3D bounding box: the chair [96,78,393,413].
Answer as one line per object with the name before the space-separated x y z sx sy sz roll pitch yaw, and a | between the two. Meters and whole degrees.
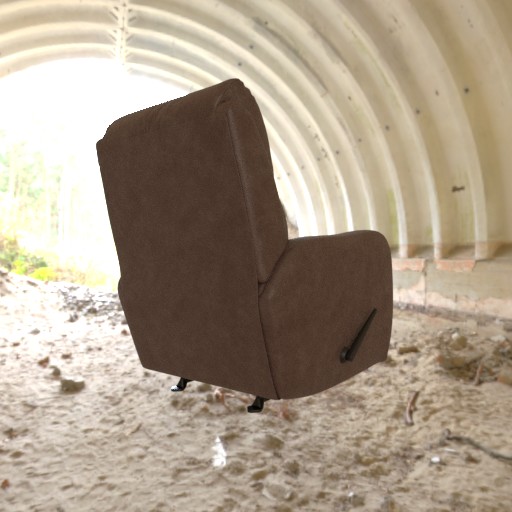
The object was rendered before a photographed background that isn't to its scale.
chair | 0.000 0.000 1.834 0.865 1.067 1.067 0 0 38
